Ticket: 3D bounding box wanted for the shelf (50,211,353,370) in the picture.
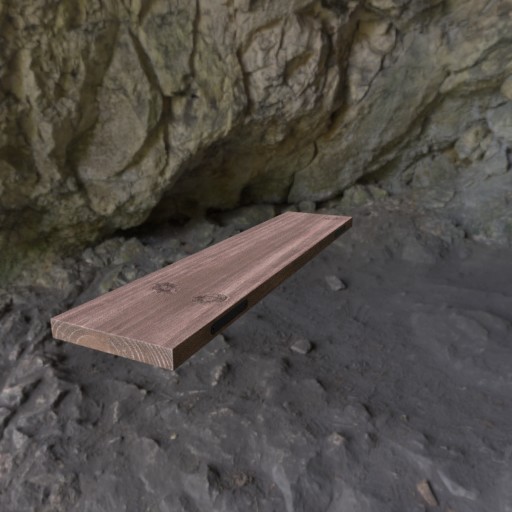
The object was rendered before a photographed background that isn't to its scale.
[{"bbox_3d":[0.000,0.000,0.656,0.140,0.020,0.610,8,18,24],"label":"shelf"}]
